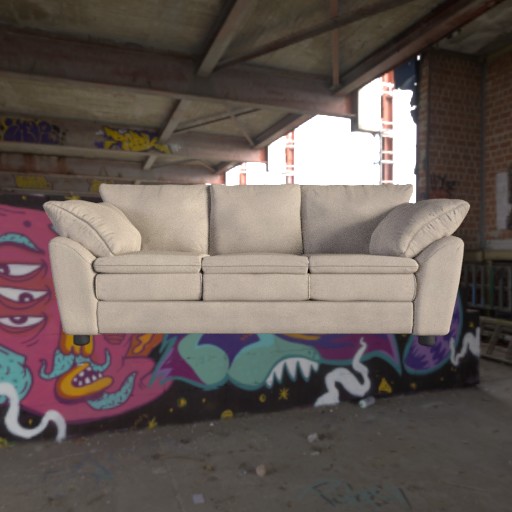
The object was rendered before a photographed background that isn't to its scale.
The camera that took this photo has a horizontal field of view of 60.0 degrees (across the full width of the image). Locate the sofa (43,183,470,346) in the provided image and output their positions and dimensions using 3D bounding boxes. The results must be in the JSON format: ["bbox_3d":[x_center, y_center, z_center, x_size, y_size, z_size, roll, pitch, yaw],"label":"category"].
[{"bbox_3d":[0.000,0.000,2.795,2.334,0.996,0.878,0,0,0],"label":"sofa"}]
